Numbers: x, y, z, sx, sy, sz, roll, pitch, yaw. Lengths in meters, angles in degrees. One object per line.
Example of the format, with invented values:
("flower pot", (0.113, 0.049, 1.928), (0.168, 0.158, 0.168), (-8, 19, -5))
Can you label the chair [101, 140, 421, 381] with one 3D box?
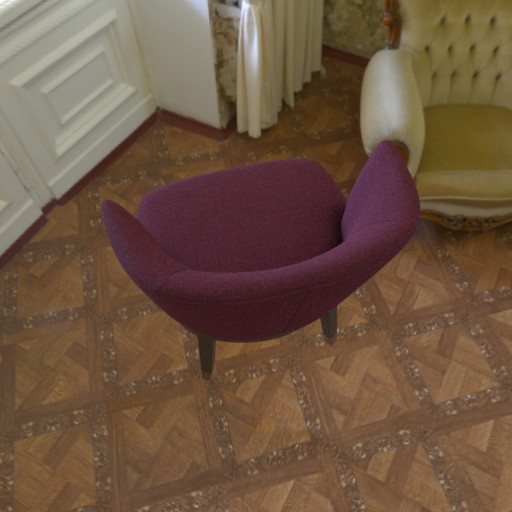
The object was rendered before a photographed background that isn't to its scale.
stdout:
("chair", (0.000, 0.000, 1.289), (0.700, 0.760, 0.660), (-14, 58, -9))
